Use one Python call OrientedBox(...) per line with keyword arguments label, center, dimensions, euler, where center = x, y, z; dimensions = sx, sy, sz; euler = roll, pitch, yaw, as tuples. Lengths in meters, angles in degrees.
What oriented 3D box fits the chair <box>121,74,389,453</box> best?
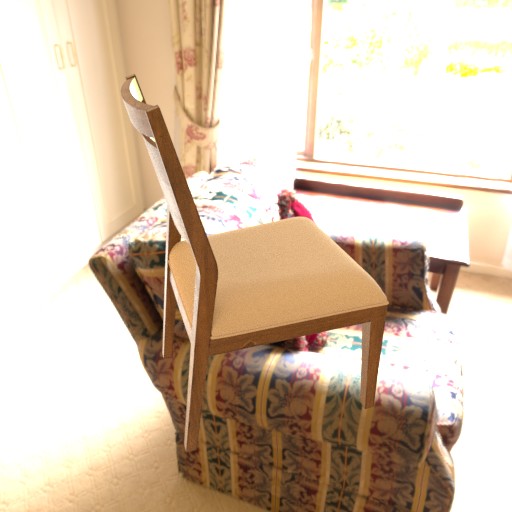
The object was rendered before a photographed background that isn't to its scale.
OrientedBox(label="chair", center=(0.000, 0.000, 1.265), dimensions=(0.610, 0.939, 0.497), euler=(-10, 32, -16))
